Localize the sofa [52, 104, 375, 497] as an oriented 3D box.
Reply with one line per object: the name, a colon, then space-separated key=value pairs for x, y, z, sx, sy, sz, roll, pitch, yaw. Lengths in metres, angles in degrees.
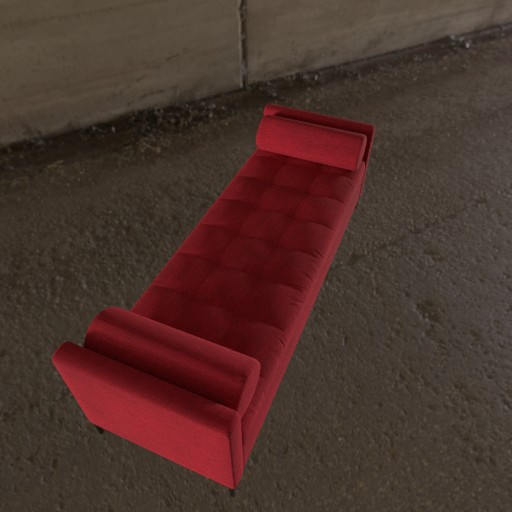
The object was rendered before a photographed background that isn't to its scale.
sofa: x=0.000 y=0.000 z=2.257 sx=0.686 sy=0.635 sz=1.981 roll=17 pitch=48 yaw=16
